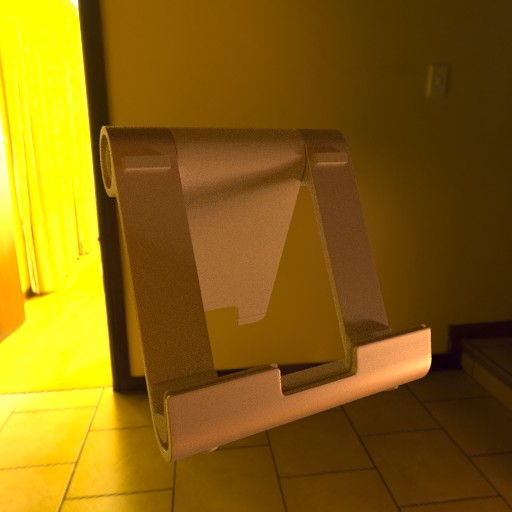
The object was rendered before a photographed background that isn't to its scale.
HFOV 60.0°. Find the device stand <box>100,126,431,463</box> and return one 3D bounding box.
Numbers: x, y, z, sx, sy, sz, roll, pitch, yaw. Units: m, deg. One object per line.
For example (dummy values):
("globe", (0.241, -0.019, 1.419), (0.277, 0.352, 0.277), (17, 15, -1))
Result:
("device stand", (0.000, 0.000, 0.149), (0.086, 0.084, 0.079), (-8, 17, -27))
